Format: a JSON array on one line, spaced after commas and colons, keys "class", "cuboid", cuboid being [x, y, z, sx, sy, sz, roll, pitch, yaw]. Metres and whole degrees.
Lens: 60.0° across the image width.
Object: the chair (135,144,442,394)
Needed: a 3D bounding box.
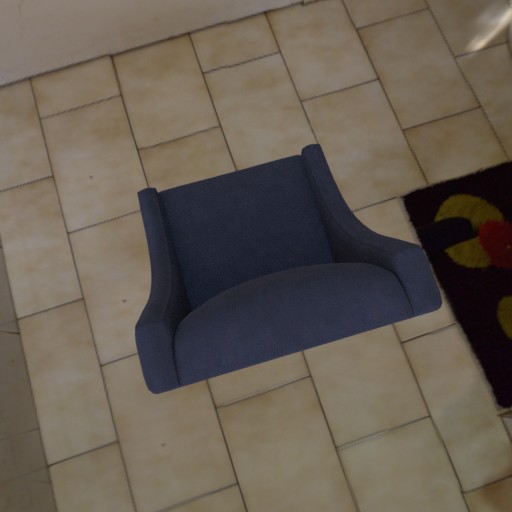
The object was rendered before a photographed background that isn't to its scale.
[{"class": "chair", "cuboid": [0.000, 0.000, 1.357, 0.629, 0.895, 0.629, -16, 76, -4]}]
